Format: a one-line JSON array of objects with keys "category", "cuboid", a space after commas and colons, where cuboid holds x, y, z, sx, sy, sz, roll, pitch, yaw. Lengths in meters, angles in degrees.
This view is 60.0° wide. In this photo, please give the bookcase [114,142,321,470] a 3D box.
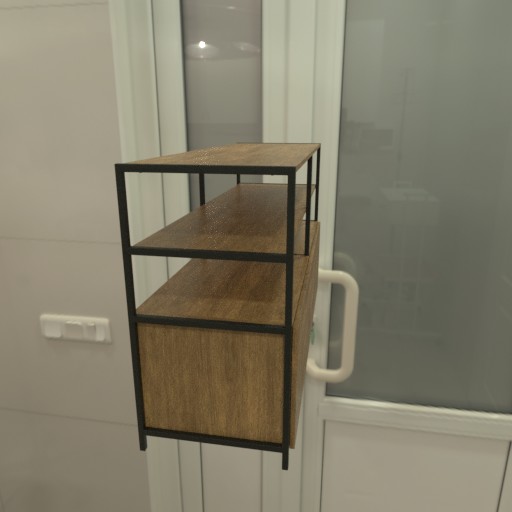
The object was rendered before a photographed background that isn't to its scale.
[{"category": "bookcase", "cuboid": [0.000, 0.000, 1.527, 0.391, 0.712, 1.149, 3, 17, 10]}]
